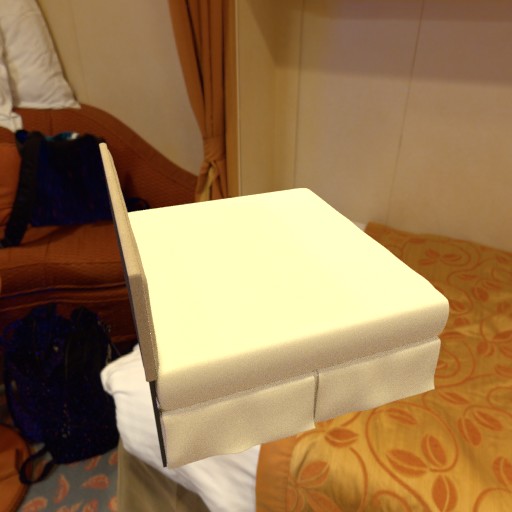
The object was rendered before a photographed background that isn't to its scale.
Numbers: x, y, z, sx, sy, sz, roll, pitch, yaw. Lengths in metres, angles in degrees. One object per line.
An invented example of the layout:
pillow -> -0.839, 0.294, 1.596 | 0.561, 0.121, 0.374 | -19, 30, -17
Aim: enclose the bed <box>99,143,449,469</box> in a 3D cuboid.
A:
bed -> 0.000, 0.000, 3.325 | 1.914, 1.346, 2.170 | -11, 32, -17
